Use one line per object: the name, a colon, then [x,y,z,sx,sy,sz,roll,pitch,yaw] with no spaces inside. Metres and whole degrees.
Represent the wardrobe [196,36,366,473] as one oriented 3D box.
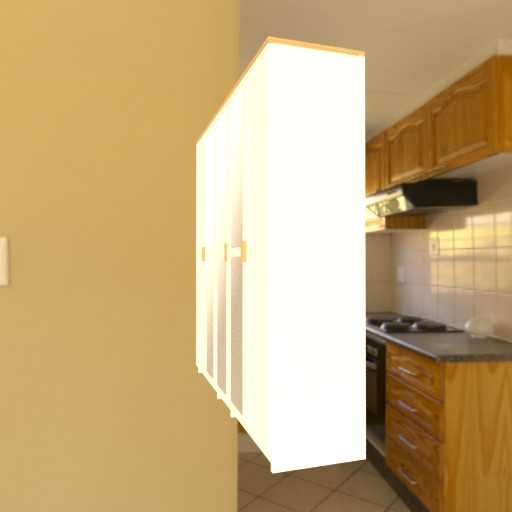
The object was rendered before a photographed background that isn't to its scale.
wardrobe: [0.000,0.000,3.401,0.590,2.260,2.160,0,-1,-18]
